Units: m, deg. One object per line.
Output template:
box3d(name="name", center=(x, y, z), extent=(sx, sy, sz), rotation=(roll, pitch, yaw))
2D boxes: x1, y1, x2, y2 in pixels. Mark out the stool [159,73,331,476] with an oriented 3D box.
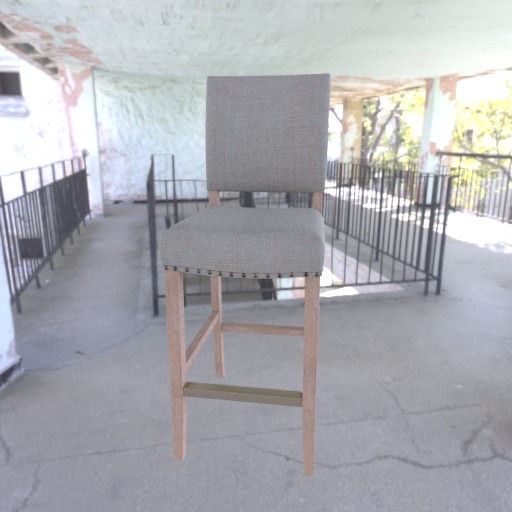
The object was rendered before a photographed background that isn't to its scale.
box3d(name="stool", center=(0.000, 0.000, 1.450), extent=(0.445, 1.173, 0.585), rotation=(2, 15, 9))
